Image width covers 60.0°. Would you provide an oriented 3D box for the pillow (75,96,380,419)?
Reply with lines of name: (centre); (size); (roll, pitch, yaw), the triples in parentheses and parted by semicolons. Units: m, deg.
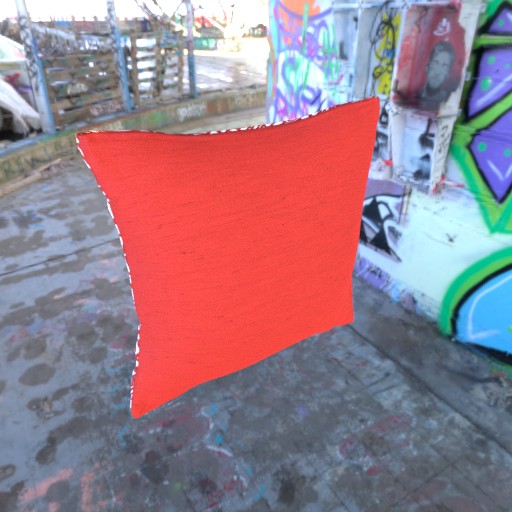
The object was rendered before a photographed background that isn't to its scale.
pillow: (0.000, 0.000, 0.658); (0.438, 0.419, 0.162); (-17, 33, -28)
